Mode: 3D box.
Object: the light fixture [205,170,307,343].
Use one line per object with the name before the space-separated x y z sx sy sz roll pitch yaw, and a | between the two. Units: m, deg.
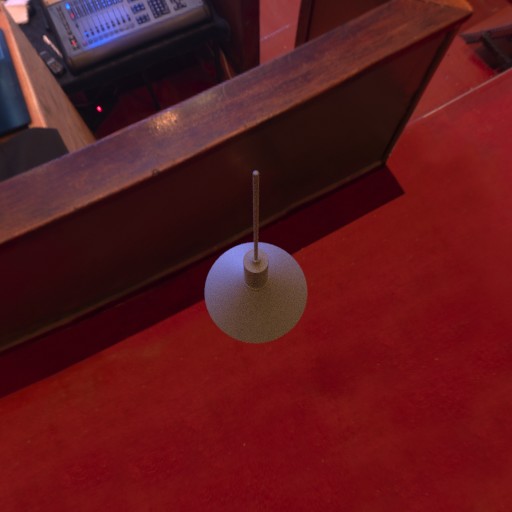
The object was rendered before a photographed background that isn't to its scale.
light fixture | 0.000 0.000 0.835 0.267 0.683 0.267 -30 76 -8
